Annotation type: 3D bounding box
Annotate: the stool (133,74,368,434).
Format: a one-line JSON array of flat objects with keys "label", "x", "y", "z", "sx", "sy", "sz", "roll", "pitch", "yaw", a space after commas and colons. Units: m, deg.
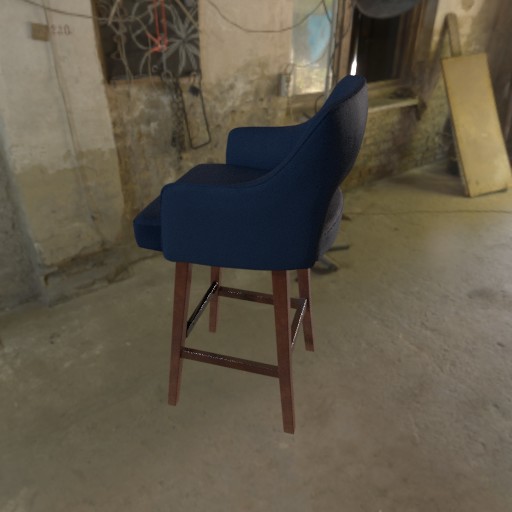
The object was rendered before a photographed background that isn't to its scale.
[{"label": "stool", "x": 0.000, "y": 0.000, "z": 1.373, "sx": 0.560, "sy": 1.041, "sz": 0.550, "roll": 8, "pitch": 32, "yaw": 13}]
